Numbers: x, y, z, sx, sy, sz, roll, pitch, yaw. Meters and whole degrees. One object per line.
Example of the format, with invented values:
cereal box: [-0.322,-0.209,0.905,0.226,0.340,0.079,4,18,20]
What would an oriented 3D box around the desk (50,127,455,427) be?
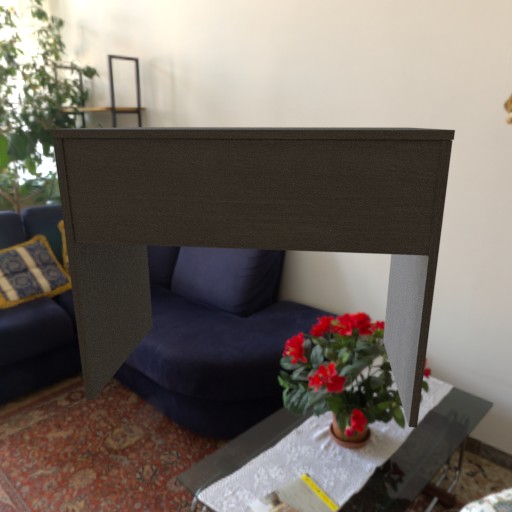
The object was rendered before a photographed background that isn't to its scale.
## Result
desk: [0.000,0.000,1.308,0.893,0.724,0.498,2,17,7]
